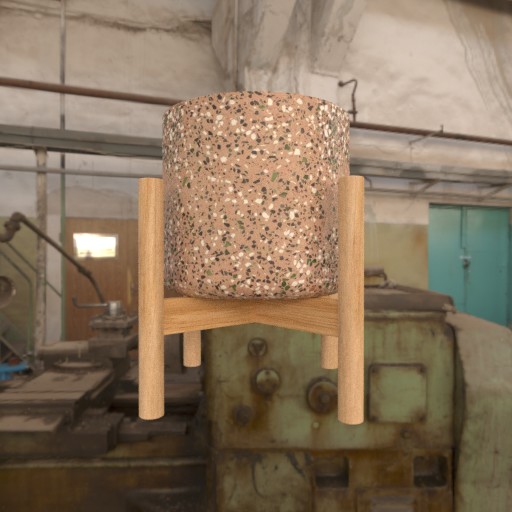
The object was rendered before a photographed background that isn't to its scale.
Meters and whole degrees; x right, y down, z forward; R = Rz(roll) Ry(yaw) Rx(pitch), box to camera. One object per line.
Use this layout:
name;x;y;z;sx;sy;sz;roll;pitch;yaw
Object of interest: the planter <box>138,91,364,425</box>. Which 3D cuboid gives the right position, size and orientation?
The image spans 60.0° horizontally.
planter;0.000;0.000;0.539;0.284;0.320;0.284;0;1;-19
